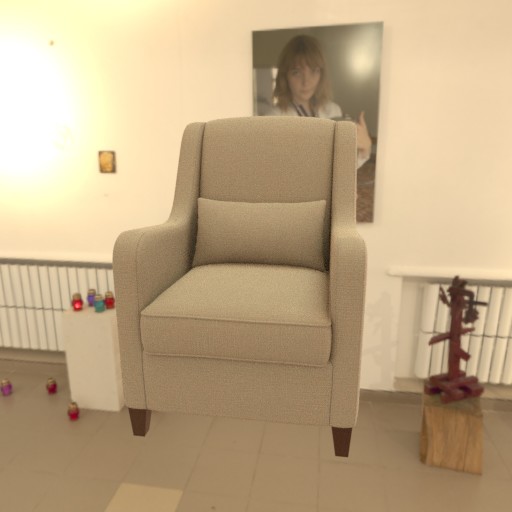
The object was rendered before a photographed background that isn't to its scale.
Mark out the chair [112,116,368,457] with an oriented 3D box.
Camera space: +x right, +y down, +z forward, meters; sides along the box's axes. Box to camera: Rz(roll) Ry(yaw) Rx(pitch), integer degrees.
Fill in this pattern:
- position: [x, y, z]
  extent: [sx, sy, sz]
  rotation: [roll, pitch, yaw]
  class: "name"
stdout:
- position: [0.000, 0.000, 1.614]
  extent: [0.715, 1.017, 0.896]
  rotation: [2, 14, 8]
  class: "chair"
